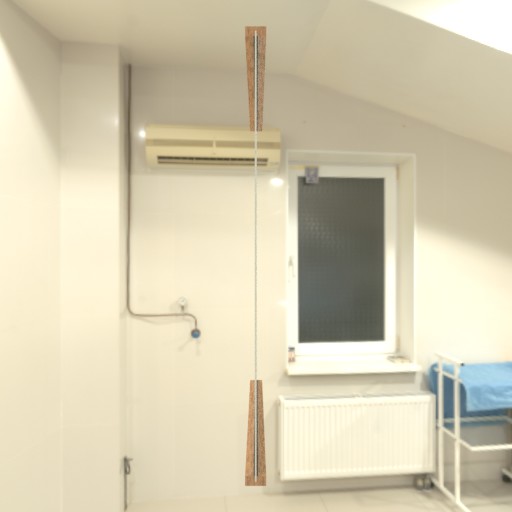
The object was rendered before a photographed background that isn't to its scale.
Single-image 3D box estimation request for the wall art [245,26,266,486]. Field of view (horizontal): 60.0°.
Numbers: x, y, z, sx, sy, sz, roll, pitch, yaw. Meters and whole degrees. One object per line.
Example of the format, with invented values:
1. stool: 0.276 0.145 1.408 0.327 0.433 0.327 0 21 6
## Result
1. wall art: 0.000 0.000 0.814 0.028 0.609 0.456 0 0 0
